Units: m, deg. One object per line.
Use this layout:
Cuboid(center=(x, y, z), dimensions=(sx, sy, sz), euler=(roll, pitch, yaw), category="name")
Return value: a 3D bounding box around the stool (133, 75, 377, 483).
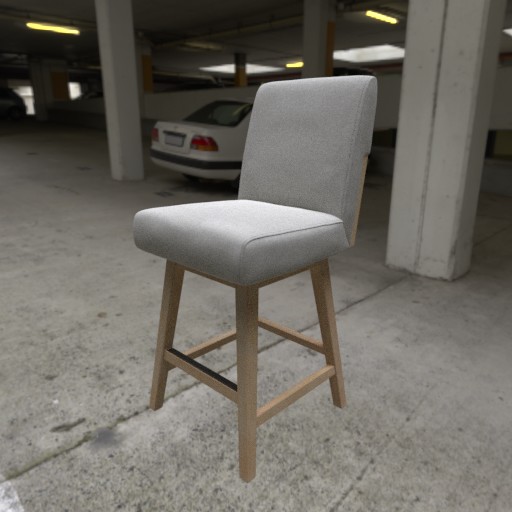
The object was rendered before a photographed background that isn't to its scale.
Cuboid(center=(0.000, 0.000, 1.410), dimensions=(0.507, 1.085, 0.606), euler=(16, 23, 42), category="stool")
